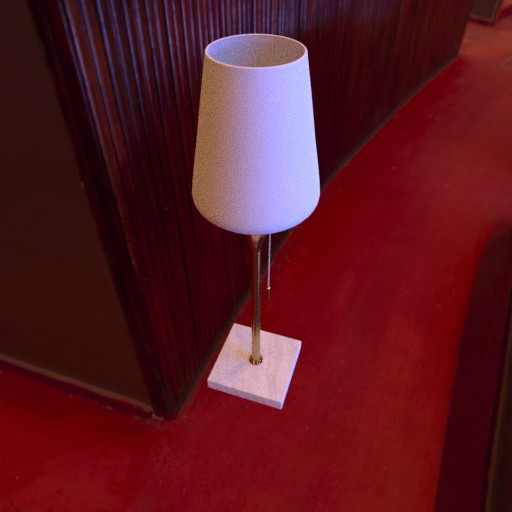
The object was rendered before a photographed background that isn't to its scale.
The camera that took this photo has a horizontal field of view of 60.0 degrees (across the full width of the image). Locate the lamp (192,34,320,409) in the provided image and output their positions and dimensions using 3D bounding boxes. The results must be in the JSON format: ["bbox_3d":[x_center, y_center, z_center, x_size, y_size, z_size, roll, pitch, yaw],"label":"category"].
[{"bbox_3d":[0.000,0.000,0.720,0.181,0.639,0.181,13,44,14],"label":"lamp"}]
